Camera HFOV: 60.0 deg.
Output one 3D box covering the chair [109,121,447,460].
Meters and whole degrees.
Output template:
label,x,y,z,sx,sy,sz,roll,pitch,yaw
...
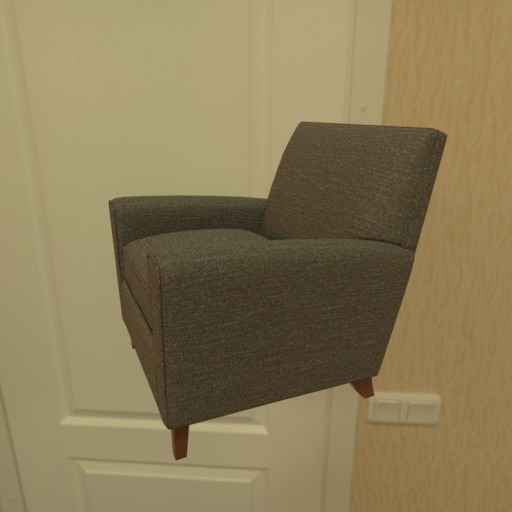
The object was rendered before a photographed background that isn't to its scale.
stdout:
label,x,y,z,sx,sy,sz,roll,pitch,yaw
chair,0.000,0.000,1.569,0.875,0.885,0.838,-8,20,-23
